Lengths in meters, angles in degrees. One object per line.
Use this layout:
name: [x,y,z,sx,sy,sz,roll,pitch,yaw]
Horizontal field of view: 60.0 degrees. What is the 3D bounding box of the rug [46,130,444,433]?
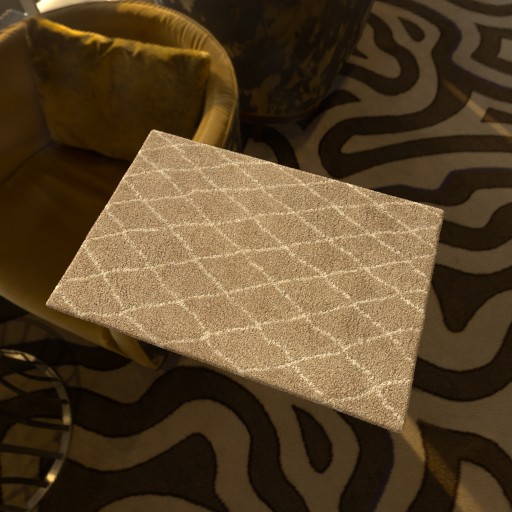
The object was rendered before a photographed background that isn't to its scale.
rug: [0.000,0.000,2.319,1.778,0.030,1.219,17,64,9]
